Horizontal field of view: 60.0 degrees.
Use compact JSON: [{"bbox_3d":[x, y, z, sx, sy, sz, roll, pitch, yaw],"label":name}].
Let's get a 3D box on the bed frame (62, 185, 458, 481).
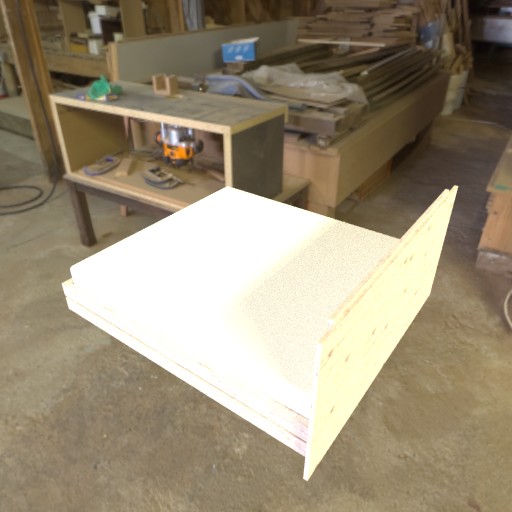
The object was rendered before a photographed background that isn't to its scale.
[{"bbox_3d":[0.000,0.000,3.207,2.080,0.970,1.950,21,38,30],"label":"bed frame"}]
